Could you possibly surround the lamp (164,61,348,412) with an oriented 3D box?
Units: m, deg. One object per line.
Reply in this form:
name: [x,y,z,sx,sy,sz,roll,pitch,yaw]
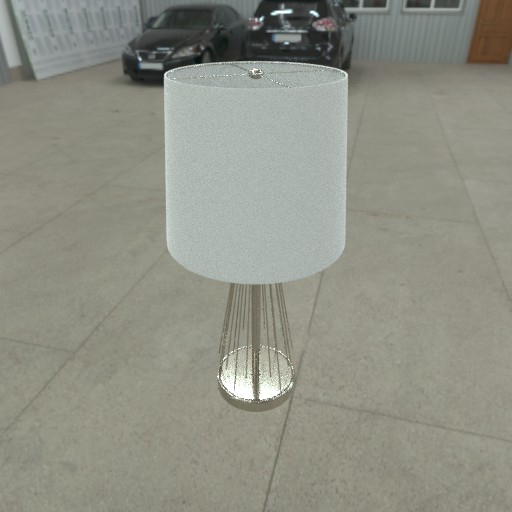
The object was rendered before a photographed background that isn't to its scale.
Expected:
lamp: [0.000,0.000,0.786,0.303,0.618,0.303,0,30,0]
